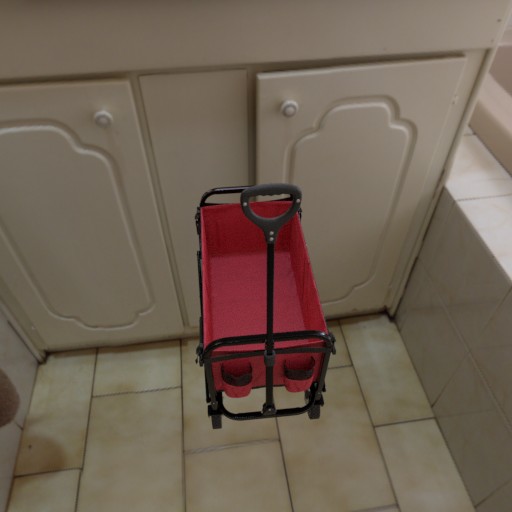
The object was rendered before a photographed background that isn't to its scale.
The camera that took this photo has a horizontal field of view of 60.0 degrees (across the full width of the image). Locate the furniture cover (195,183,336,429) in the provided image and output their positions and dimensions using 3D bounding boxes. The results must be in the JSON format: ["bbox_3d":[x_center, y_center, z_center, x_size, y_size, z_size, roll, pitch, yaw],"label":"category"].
[{"bbox_3d":[0.000,0.000,1.808,0.532,1.295,1.038,-4,47,-4],"label":"furniture cover"}]
